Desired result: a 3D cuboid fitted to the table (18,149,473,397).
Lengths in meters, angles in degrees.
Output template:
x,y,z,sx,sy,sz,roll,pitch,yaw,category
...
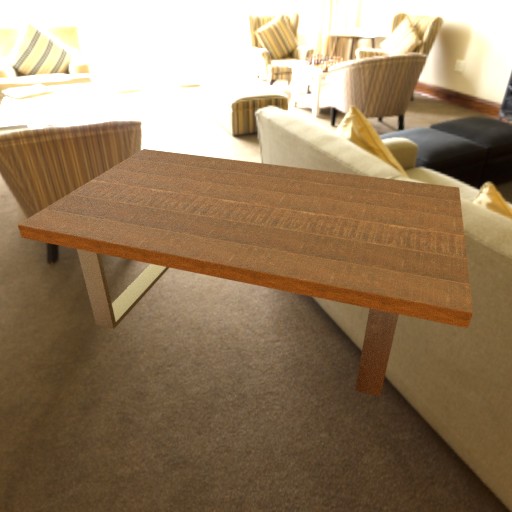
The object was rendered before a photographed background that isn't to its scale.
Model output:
x,y,z,sx,sy,sz,roll,pitch,yaw,category
0.000,0.000,1.716,1.400,0.440,0.800,10,34,16,table
